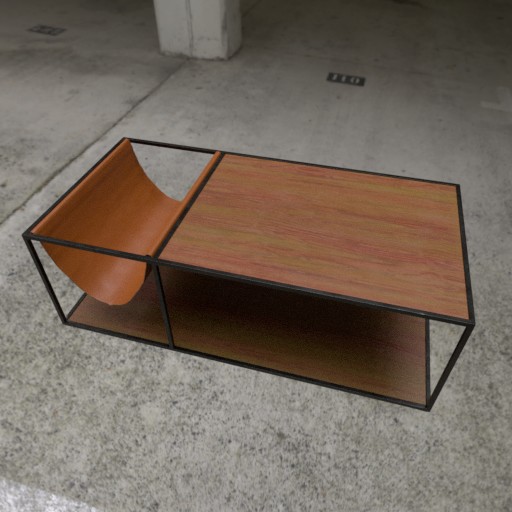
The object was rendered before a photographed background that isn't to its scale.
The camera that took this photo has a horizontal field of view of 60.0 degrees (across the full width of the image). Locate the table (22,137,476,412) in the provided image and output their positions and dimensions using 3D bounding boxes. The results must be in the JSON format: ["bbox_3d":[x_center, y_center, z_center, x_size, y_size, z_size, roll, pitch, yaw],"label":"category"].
[{"bbox_3d":[0.000,0.000,1.468,1.199,0.403,0.597,11,43,11],"label":"table"}]
